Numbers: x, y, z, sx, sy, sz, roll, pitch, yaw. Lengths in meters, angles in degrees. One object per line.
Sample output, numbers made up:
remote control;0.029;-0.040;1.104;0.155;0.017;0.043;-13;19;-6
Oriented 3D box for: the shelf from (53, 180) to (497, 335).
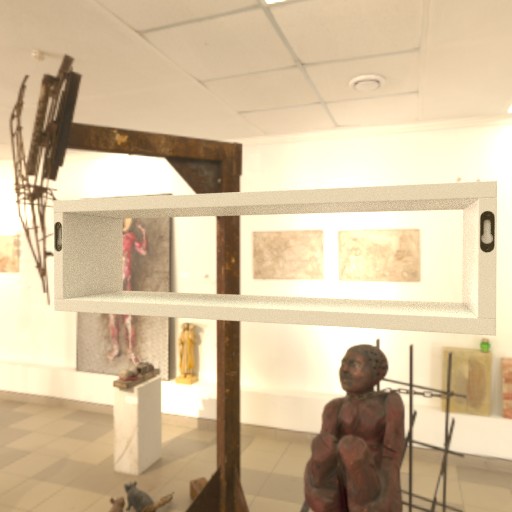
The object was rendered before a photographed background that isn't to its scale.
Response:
shelf;0.000;0.000;0.656;0.610;0.170;0.150;0;1;19
